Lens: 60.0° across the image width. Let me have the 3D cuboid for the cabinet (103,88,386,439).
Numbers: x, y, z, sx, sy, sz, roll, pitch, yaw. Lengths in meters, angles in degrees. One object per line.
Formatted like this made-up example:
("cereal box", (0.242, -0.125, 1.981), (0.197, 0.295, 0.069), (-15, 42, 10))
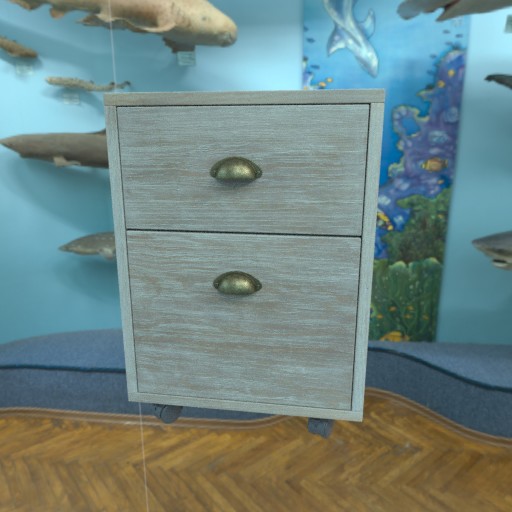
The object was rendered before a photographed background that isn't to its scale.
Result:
("cabinet", (0.000, 0.000, 0.875), (0.409, 0.579, 0.401), (2, 15, 8))
